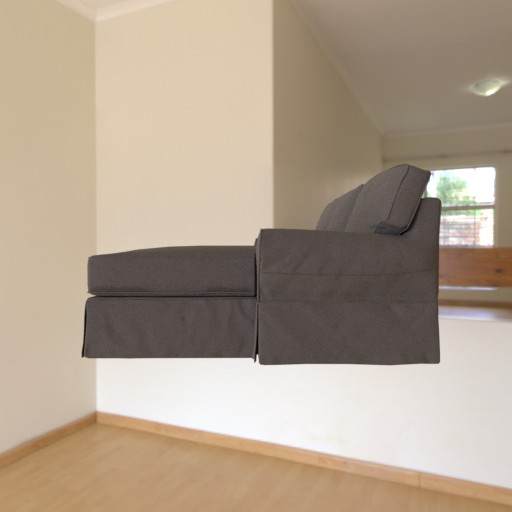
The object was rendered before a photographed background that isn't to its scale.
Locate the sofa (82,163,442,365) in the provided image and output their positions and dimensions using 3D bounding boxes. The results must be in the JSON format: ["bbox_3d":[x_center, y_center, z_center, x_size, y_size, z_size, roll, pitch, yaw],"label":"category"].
[{"bbox_3d":[0.000,0.000,3.262,1.733,0.978,2.475,0,1,-1],"label":"sofa"}]
